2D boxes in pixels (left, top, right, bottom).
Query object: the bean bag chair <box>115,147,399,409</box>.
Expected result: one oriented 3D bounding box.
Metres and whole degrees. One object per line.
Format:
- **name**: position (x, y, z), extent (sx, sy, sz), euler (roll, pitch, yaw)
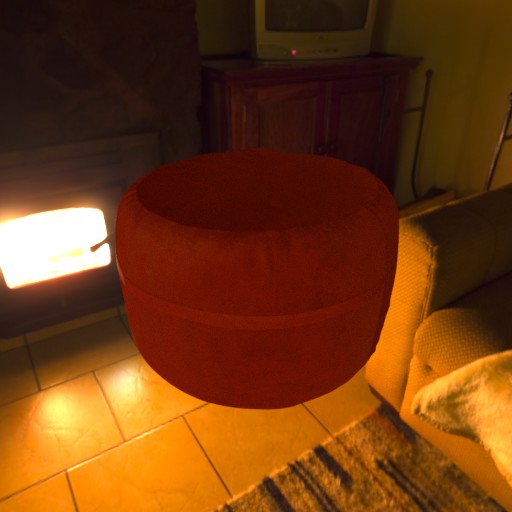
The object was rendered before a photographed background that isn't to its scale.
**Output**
- **bean bag chair**: position (0.000, 0.000, 2.019), extent (1.219, 0.762, 1.219), euler (0, 29, 0)
